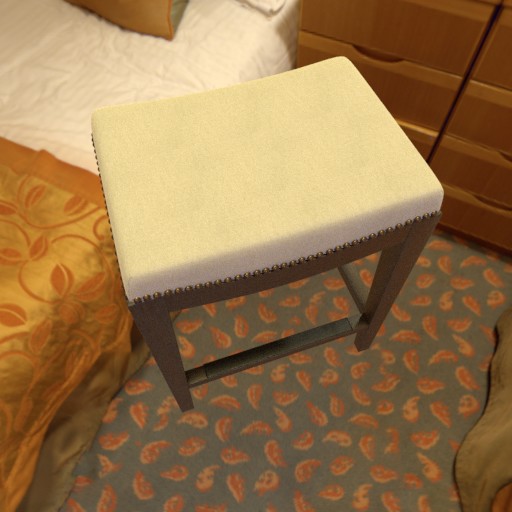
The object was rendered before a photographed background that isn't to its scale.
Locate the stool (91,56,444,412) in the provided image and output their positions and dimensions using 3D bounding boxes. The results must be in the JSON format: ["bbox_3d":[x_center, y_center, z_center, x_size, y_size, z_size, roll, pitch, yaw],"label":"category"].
[{"bbox_3d":[0.000,0.000,0.940,0.500,0.642,0.361,-16,59,-10],"label":"stool"}]
